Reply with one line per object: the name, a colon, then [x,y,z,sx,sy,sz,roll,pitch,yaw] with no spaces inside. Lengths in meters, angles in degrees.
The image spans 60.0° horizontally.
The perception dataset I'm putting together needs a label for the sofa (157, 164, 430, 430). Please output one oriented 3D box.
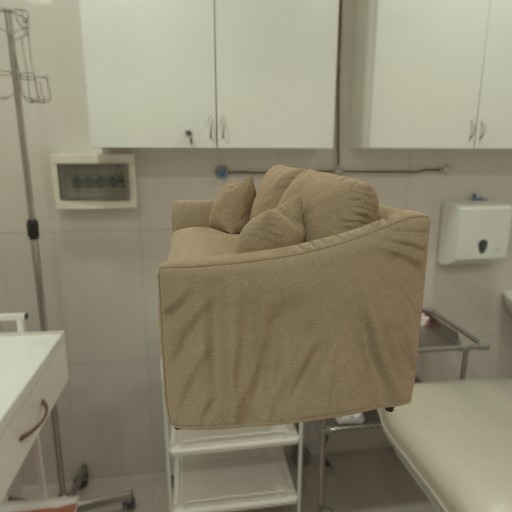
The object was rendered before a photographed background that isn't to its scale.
sofa: [0.000,0.000,2.639,1.072,1.018,2.010,-2,14,-9]
